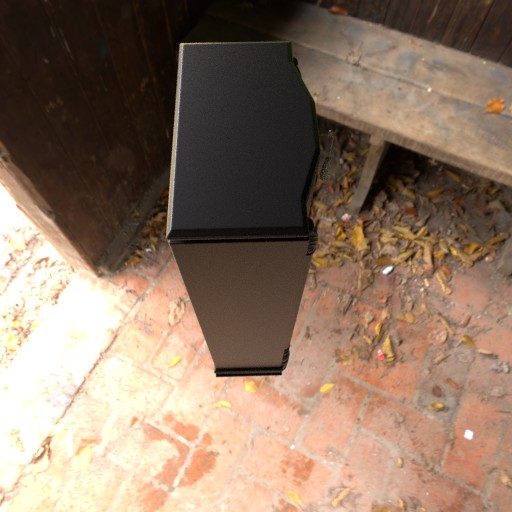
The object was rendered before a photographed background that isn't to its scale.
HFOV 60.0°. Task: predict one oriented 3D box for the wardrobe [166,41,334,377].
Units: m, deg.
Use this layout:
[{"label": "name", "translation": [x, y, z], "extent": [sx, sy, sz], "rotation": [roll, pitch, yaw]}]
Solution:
[{"label": "wardrobe", "translation": [0.000, 0.000, 1.207], "extent": [0.295, 1.011, 0.444], "rotation": [-1, 64, -1]}]
